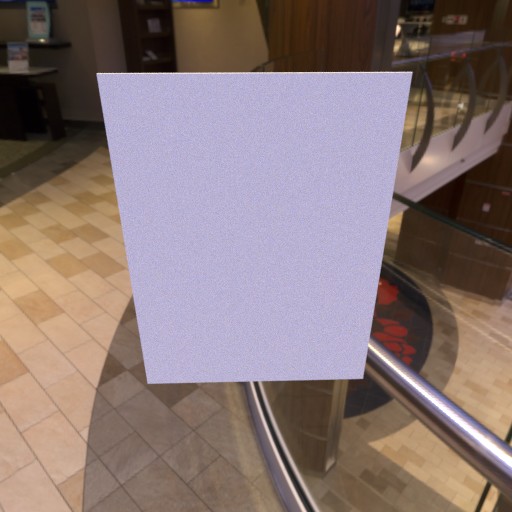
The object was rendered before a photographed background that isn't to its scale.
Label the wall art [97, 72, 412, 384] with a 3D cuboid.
[{"bbox_3d":[0.000,0.000,0.792,0.457,0.610,0.003,-1,29,-2],"label":"wall art"}]
